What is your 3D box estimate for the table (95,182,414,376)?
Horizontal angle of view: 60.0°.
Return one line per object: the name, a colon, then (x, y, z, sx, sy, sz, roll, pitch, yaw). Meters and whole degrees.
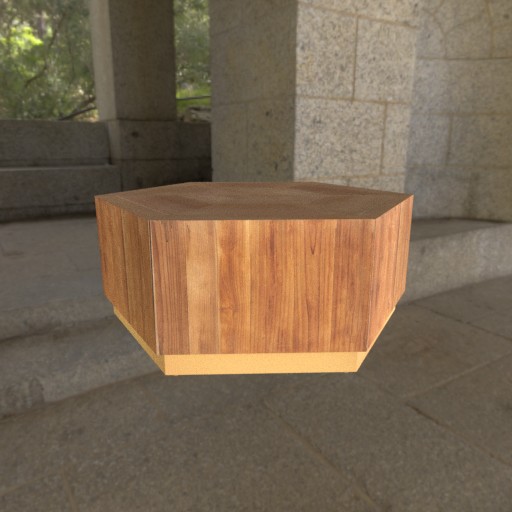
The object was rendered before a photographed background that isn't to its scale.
table: (0.000, 0.000, 1.662, 1.000, 0.456, 1.154, 8, 17, 27)
